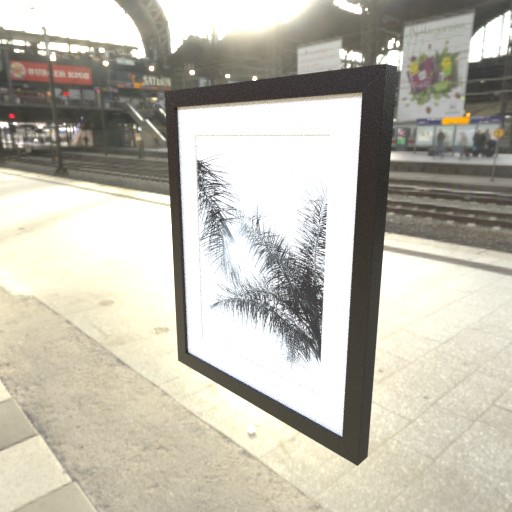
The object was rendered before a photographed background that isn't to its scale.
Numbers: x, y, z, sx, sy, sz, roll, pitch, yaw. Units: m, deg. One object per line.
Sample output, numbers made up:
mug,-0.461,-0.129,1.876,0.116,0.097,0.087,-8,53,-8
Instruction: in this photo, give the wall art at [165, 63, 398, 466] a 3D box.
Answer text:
wall art,0.000,0.000,0.755,0.028,0.557,0.457,-14,21,-43
